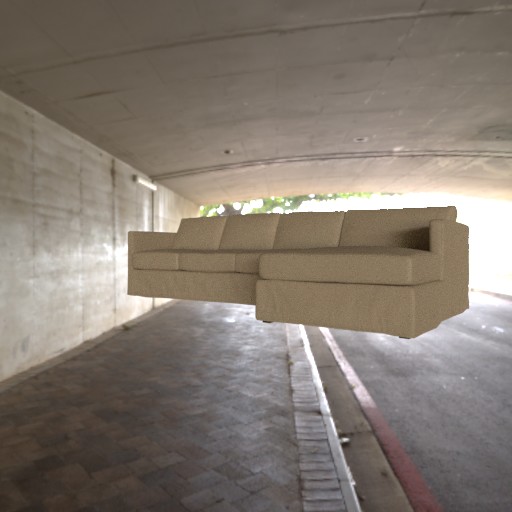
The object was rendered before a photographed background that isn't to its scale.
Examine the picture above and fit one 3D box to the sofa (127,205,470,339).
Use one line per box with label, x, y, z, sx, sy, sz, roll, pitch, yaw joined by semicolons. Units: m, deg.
sofa;0.000;0.000;3.870;3.206;0.871;1.622;1;1;35
